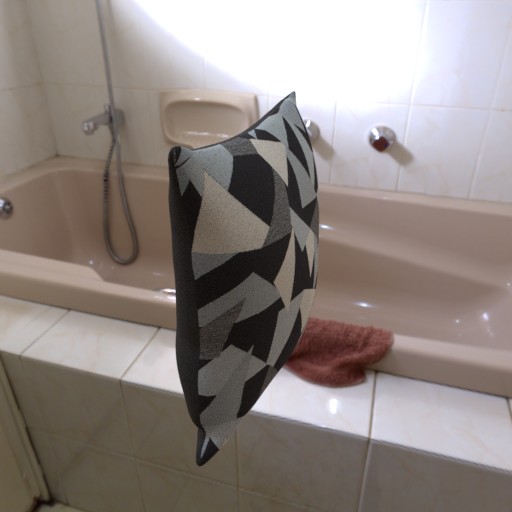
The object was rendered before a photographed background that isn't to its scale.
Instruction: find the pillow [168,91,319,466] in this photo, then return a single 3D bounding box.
[{"bbox_3d":[0.000,0.000,0.776,0.208,0.496,0.503,10,30,17],"label":"pillow"}]
